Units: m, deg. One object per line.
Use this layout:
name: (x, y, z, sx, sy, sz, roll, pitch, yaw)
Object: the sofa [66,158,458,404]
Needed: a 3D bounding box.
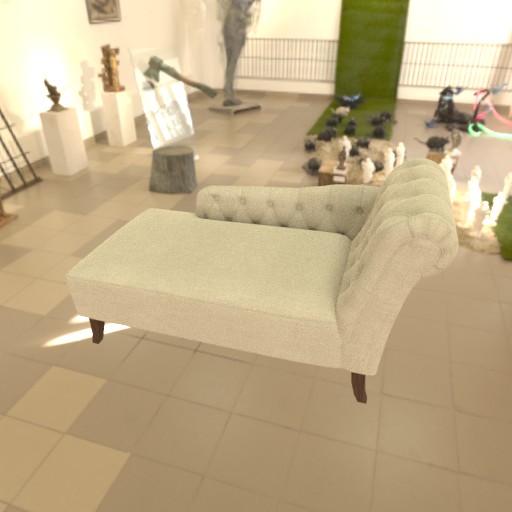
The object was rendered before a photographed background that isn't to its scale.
sofa: (0.000, 0.000, 1.825, 1.379, 0.787, 0.675, 9, 32, 15)
